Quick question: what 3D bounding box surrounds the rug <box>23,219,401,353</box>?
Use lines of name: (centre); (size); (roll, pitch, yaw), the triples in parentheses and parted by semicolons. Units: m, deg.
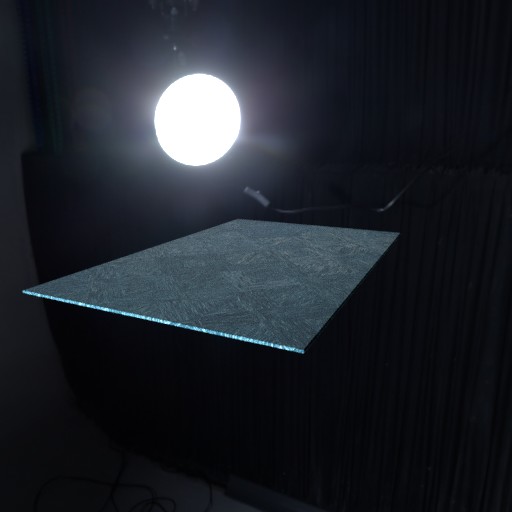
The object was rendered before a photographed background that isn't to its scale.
rug: (0.000, 0.000, 2.889); (1.490, 0.015, 2.277); (7, 16, 25)
